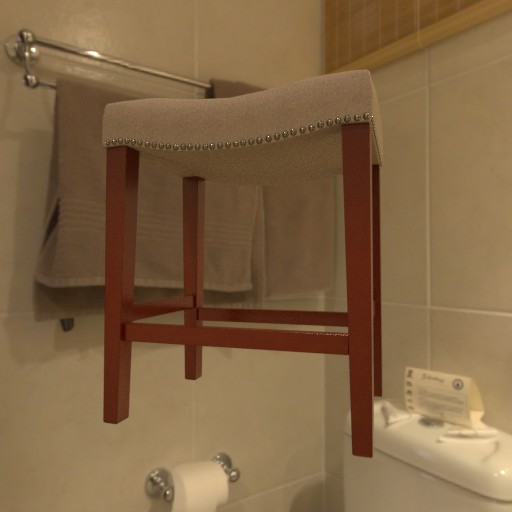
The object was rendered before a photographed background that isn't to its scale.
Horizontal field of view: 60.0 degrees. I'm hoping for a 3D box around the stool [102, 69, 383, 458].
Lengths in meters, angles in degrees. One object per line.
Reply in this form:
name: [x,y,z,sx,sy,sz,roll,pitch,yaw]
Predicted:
stool: [0.000,0.000,0.937,0.509,0.632,0.375,0,-1,18]
